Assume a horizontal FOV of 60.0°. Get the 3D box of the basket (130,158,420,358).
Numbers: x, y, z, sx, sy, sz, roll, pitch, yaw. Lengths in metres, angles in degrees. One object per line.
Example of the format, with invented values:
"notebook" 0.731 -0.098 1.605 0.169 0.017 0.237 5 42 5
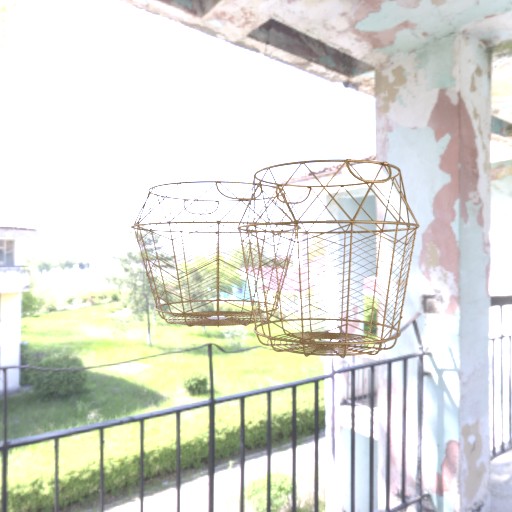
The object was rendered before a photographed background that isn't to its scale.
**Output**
"basket" 0.000 0.000 1.047 0.451 0.343 0.805 0 0 -36
